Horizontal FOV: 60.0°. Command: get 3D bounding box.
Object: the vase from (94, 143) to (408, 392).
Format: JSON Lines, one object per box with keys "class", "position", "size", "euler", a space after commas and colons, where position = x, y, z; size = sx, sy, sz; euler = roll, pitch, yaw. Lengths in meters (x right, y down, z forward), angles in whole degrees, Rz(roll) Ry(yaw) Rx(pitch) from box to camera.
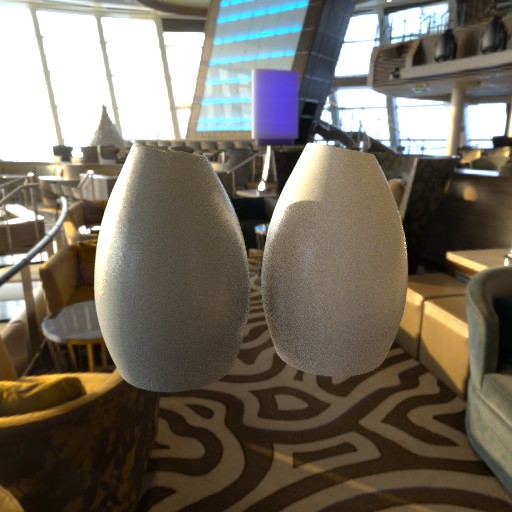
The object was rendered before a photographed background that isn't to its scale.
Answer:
{"class": "vase", "position": [0.000, 0.000, 0.266], "size": [0.187, 0.131, 0.089], "euler": [-2, 15, -9]}
